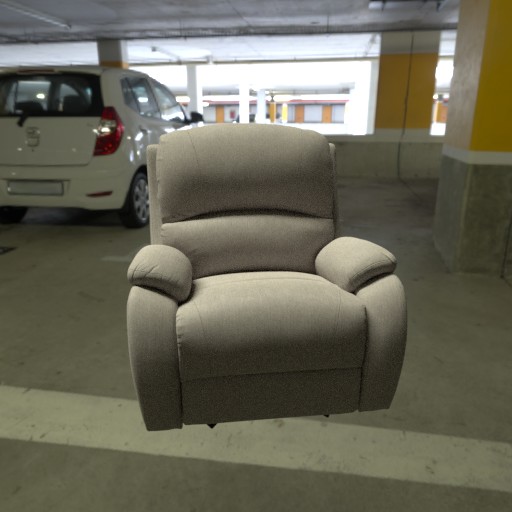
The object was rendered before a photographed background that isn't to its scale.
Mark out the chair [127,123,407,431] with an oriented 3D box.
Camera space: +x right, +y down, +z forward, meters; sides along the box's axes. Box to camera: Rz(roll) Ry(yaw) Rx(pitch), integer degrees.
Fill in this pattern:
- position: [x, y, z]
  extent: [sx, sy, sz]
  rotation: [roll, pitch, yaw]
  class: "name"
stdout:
- position: [0.000, 0.000, 1.766]
  extent: [0.930, 1.011, 0.899]
  rotation: [-2, 17, -8]
  class: "chair"
